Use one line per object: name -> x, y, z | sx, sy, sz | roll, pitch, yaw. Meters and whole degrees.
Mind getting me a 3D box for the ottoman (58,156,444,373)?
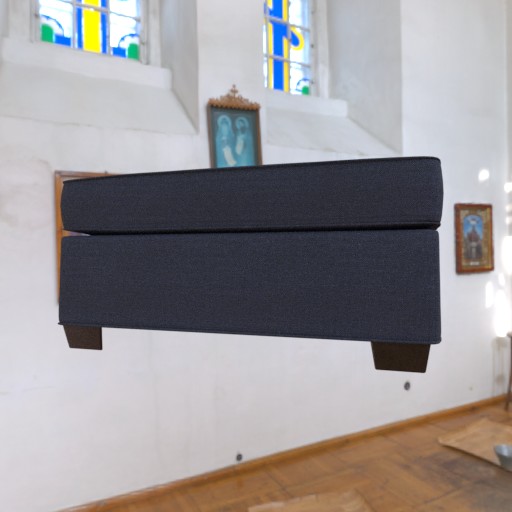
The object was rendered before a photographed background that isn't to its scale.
ottoman -> 0.000, 0.000, 1.184 | 0.895, 0.453, 0.505 | 0, 0, 17
